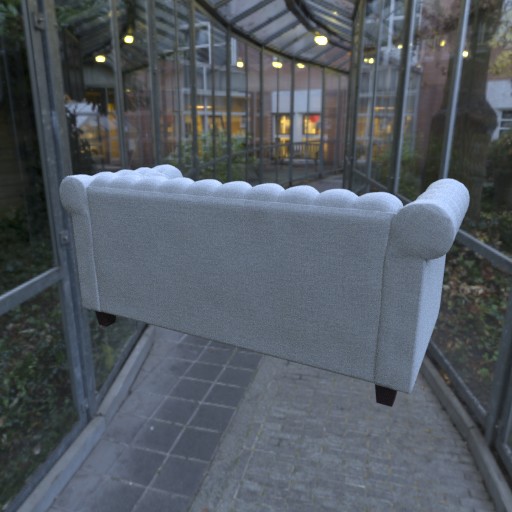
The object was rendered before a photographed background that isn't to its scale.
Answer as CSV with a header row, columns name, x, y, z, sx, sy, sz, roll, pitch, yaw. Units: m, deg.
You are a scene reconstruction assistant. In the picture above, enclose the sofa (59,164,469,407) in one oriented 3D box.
name,x,y,z,sx,sy,sz,roll,pitch,yaw
sofa,0.000,0.000,2.181,1.798,0.797,0.783,9,18,27
